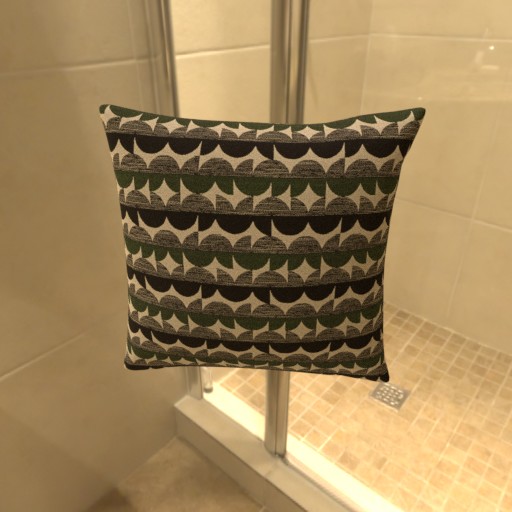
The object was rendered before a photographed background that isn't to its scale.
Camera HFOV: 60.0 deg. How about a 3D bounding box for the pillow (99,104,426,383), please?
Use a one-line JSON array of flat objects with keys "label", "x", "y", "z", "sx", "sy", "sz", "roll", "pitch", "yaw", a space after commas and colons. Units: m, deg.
[{"label": "pillow", "x": 0.000, "y": 0.000, "z": 0.631, "sx": 0.419, "sy": 0.404, "sz": 0.180, "roll": 2, "pitch": 30, "yaw": 3}]
